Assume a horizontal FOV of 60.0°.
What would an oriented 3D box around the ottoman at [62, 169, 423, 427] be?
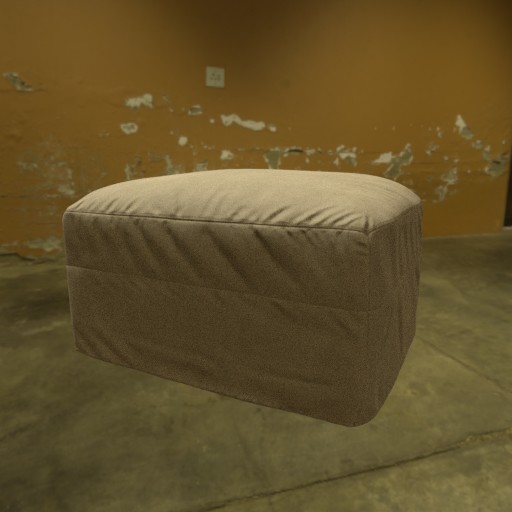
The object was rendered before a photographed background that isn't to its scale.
[{"bbox_3d":[0.000,0.000,1.252,0.837,0.481,0.683,7,15,27],"label":"ottoman"}]
